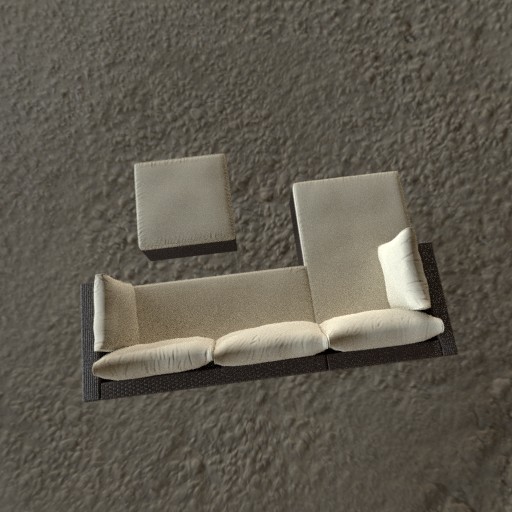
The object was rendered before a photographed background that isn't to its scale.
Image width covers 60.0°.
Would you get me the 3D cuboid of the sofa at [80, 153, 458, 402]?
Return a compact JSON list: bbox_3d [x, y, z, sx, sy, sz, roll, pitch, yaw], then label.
[{"bbox_3d":[0.000,0.000,3.001,2.192,0.766,1.612,-7,75,-2],"label":"sofa"}]
